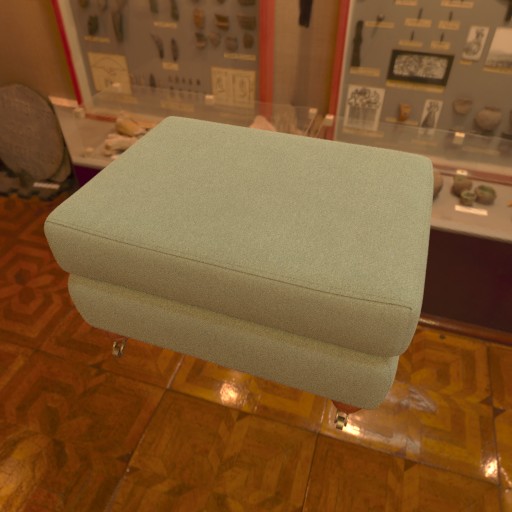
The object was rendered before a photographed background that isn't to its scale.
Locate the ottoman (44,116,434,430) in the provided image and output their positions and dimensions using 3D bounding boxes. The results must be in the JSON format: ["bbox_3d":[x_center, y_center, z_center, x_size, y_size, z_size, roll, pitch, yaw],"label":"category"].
[{"bbox_3d":[0.000,0.000,1.135,0.773,0.499,0.569,13,43,14],"label":"ottoman"}]
